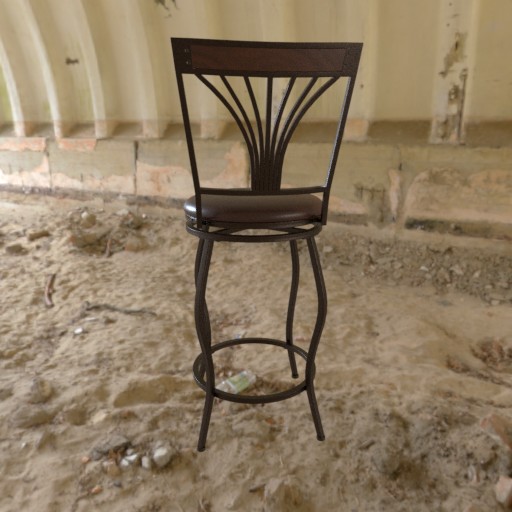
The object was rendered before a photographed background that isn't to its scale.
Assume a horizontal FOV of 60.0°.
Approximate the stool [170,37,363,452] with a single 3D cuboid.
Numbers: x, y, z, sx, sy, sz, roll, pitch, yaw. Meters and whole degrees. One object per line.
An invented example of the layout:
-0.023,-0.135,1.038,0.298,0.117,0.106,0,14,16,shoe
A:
0.000,0.000,1.344,0.433,1.117,0.514,-2,15,-7,stool
